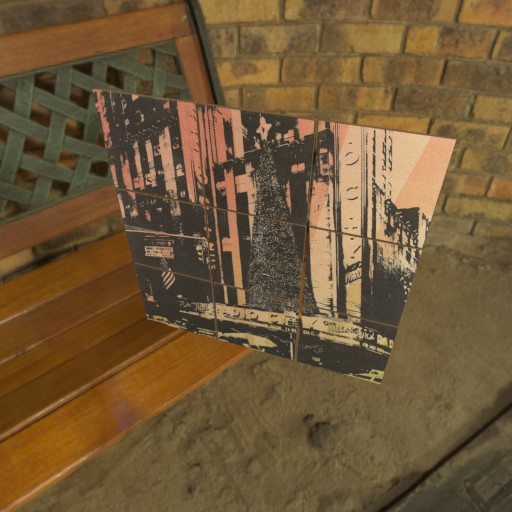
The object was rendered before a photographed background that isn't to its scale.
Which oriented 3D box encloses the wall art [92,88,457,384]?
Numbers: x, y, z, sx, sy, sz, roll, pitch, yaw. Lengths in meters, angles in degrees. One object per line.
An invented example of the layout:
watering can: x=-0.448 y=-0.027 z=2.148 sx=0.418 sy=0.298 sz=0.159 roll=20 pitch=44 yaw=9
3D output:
wall art: x=0.000 y=0.000 z=1.364 sx=0.919 sy=0.917 sz=0.010 roll=13 pitch=42 yaw=14
